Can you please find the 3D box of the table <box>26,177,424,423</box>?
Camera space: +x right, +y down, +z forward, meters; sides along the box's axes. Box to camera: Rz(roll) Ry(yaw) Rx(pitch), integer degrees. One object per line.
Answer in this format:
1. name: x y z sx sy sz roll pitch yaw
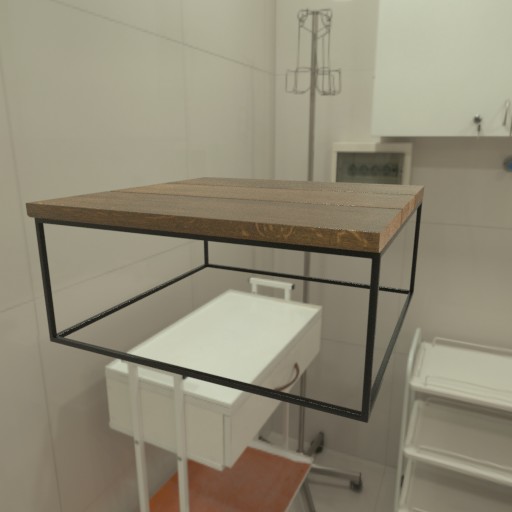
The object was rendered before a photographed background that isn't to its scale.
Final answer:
1. table: 0.000 0.000 1.411 0.900 0.400 0.900 7 16 24
